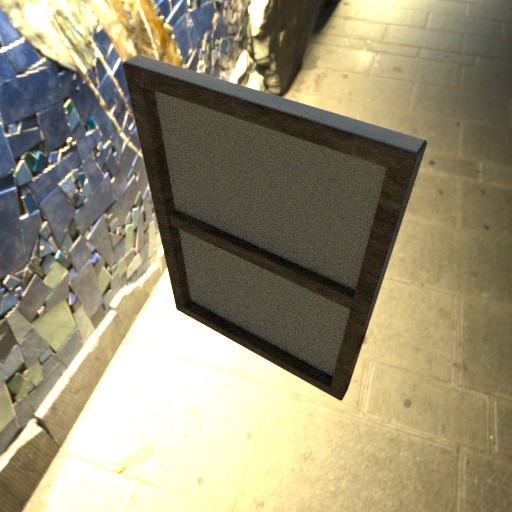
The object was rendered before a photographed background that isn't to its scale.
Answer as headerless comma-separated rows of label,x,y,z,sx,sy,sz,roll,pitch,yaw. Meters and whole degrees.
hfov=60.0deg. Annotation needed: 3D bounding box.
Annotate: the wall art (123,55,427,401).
wall art,0.000,0.000,0.795,0.443,0.605,0.035,25,51,22
